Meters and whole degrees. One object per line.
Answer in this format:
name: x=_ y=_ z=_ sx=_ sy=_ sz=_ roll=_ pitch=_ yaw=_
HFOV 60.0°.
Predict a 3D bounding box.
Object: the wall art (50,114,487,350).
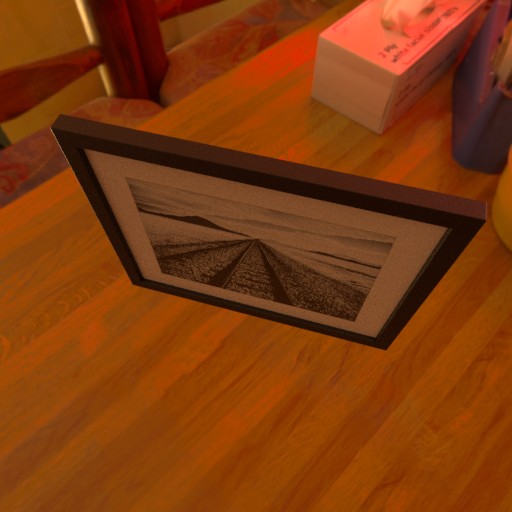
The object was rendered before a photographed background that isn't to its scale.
wall art: x=0.000 y=0.000 z=0.751 sx=0.559 sy=0.458 sz=0.029 roll=14 pitch=60 yaw=8
